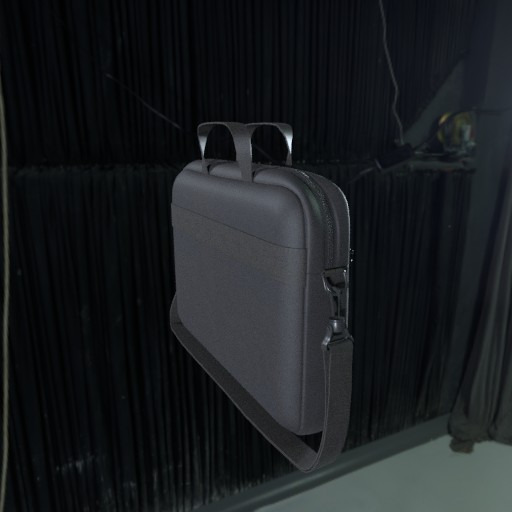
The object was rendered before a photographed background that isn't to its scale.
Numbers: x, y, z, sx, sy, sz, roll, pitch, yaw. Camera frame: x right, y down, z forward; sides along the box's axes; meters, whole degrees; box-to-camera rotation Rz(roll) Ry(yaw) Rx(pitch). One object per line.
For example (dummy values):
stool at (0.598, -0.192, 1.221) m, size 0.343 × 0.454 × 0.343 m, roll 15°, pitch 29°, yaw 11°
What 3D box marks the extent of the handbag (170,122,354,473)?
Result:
handbag at (0.000, 0.000, 0.573) m, size 0.126 × 0.330 × 0.429 m, roll -8°, pitch 17°, yaw -28°
